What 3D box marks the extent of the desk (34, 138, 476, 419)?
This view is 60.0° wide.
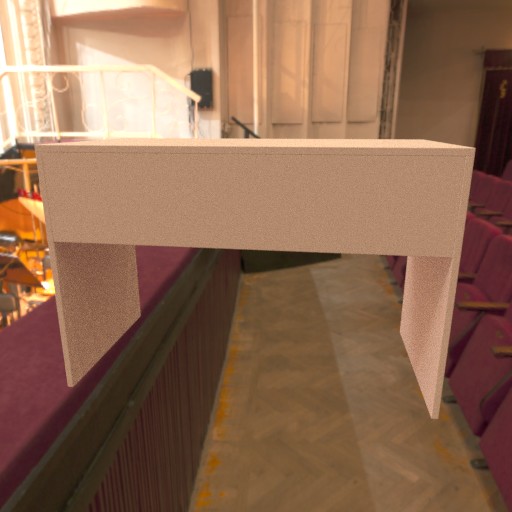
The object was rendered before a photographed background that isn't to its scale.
[{"bbox_3d":[0.000,0.000,1.462,1.100,0.730,0.560,2,17,8],"label":"desk"}]
